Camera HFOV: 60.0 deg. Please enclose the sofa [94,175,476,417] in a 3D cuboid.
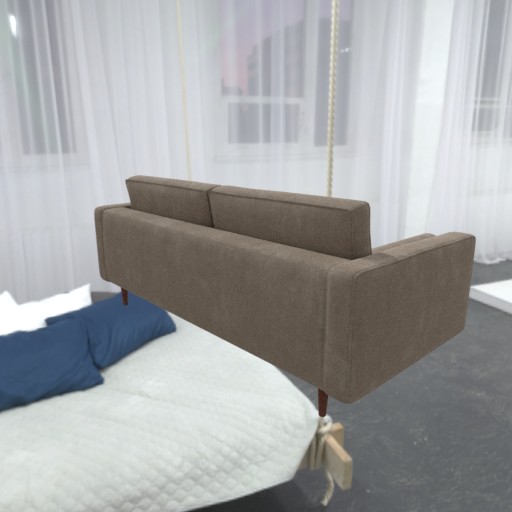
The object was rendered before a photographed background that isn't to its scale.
[{"bbox_3d":[0.000,0.000,2.297,0.920,0.769,1.883,-13,20,-41],"label":"sofa"}]
